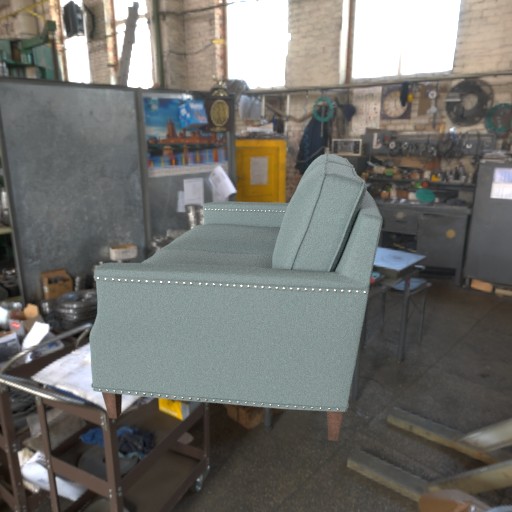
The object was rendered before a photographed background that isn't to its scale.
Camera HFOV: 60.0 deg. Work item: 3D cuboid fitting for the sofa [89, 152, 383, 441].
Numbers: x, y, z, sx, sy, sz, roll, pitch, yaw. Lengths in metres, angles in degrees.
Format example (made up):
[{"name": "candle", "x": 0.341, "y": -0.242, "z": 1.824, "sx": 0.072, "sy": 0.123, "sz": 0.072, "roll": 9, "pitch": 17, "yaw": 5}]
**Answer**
[{"name": "sofa", "x": 0.000, "y": 0.000, "z": 2.307, "sx": 1.084, "sy": 1.003, "sz": 1.597, "roll": 2, "pitch": 16, "yaw": 8}]
